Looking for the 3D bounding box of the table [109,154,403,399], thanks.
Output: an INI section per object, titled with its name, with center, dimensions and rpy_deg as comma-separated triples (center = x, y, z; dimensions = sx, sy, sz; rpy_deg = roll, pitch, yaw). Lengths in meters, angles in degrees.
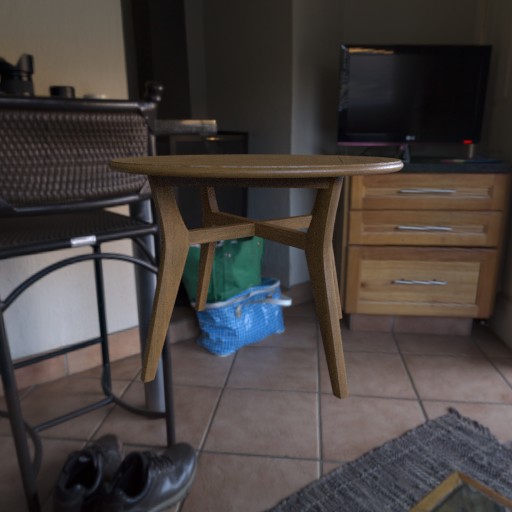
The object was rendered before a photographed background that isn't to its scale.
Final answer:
[table]
center = 0.000, 0.000, 1.759
dimensions = 1.055, 0.757, 1.055
rpy_deg = 0, 15, 0
